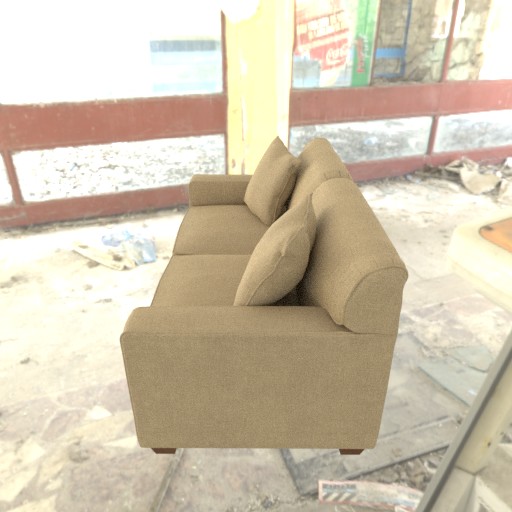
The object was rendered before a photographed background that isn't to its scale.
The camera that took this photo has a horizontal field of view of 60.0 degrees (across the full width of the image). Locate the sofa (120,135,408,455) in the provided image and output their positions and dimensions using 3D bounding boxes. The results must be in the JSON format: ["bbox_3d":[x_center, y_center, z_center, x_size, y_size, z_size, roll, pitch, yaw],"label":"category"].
[{"bbox_3d":[0.000,0.000,2.386,0.998,0.958,1.846,0,27,0],"label":"sofa"}]
